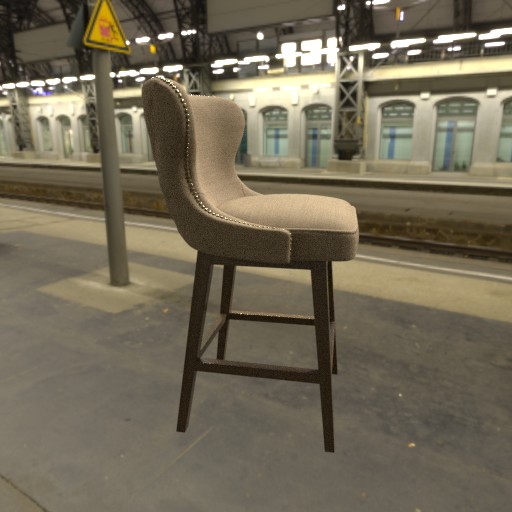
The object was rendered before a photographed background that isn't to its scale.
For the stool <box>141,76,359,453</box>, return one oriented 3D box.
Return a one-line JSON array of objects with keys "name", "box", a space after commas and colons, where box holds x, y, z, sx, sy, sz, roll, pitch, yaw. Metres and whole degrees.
[{"name": "stool", "box": [0.000, 0.000, 1.353, 0.597, 0.972, 0.615, 3, 15, 11]}]
